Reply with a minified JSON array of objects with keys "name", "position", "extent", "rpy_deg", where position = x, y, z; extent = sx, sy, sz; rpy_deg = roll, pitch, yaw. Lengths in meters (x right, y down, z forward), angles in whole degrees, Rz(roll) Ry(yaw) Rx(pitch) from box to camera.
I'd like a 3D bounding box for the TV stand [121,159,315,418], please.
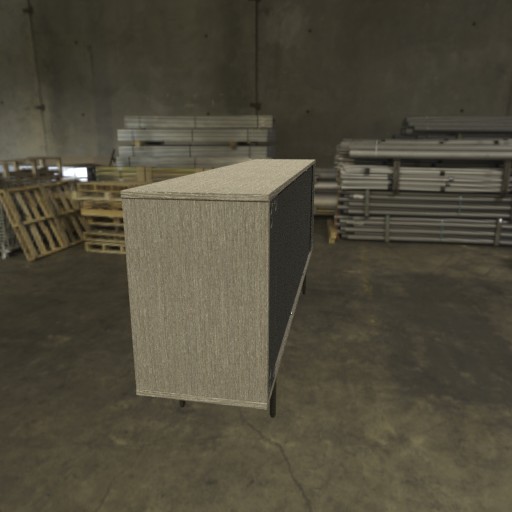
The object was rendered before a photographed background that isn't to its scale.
[{"name":"TV stand","position":[0.000,0.000,2.027],"extent":[0.405,0.787,1.804],"rpy_deg":[3,15,10]}]
